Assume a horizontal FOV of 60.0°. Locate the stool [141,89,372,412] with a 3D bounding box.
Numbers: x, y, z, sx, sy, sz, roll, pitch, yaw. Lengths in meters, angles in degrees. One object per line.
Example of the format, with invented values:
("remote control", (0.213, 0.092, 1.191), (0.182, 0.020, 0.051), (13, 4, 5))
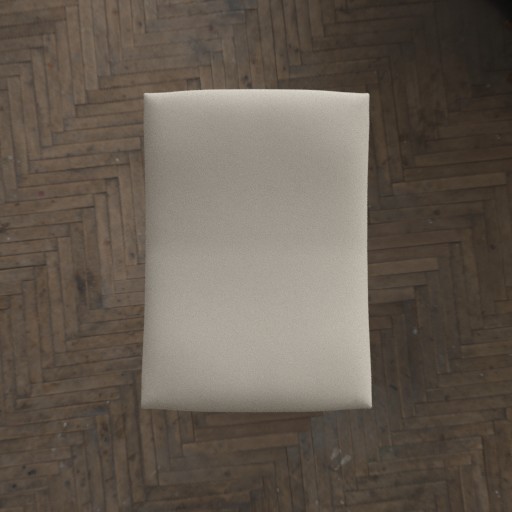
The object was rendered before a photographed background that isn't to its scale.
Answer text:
("stool", (0.000, 0.000, 1.027), (0.372, 0.742, 0.504), (0, 88, 0))
